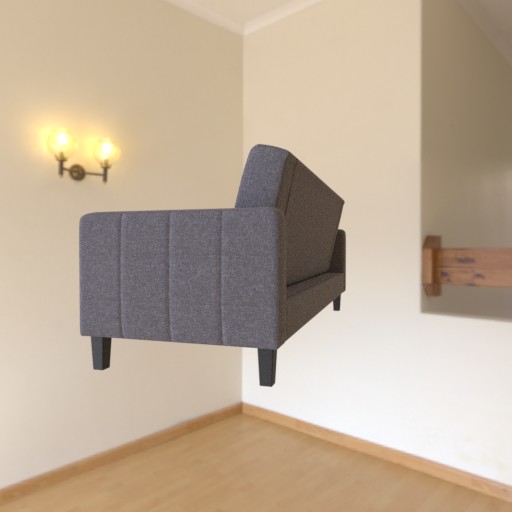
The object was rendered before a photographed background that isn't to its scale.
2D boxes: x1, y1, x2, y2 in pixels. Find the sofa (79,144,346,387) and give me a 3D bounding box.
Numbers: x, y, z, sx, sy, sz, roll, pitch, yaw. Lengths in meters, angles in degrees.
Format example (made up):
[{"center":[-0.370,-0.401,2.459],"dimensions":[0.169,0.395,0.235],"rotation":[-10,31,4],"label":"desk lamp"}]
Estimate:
[{"center":[0.000,0.000,2.523],"dimensions":[0.810,0.850,2.040],"rotation":[0,1,18],"label":"sofa"}]
